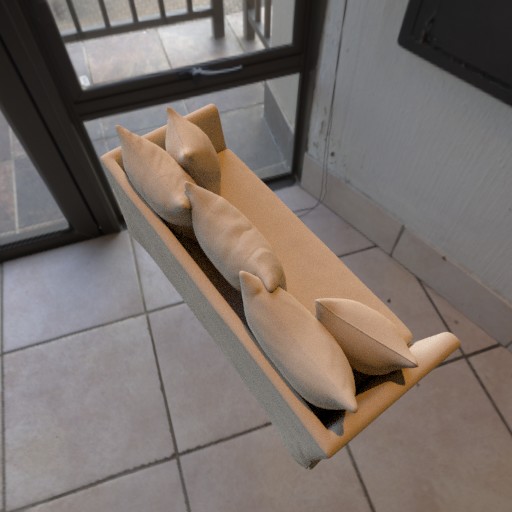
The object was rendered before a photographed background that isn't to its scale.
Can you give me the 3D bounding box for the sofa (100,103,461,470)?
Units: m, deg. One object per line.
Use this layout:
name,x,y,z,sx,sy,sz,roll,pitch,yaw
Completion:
sofa,0.000,0.000,3.004,1.046,1.047,2.499,-32,63,-19
